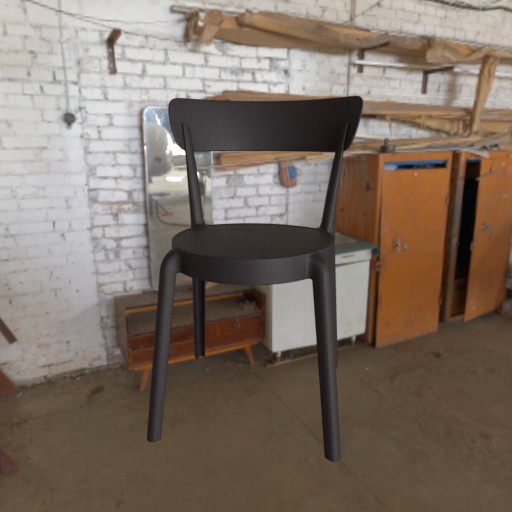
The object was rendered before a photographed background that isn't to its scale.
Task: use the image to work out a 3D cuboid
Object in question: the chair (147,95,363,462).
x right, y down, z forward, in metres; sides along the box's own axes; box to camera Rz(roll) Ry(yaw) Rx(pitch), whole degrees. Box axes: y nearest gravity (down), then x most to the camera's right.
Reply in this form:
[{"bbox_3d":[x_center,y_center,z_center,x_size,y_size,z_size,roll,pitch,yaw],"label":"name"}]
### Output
[{"bbox_3d":[0.000,0.000,1.130,0.506,0.790,0.491,2,15,8],"label":"chair"}]
